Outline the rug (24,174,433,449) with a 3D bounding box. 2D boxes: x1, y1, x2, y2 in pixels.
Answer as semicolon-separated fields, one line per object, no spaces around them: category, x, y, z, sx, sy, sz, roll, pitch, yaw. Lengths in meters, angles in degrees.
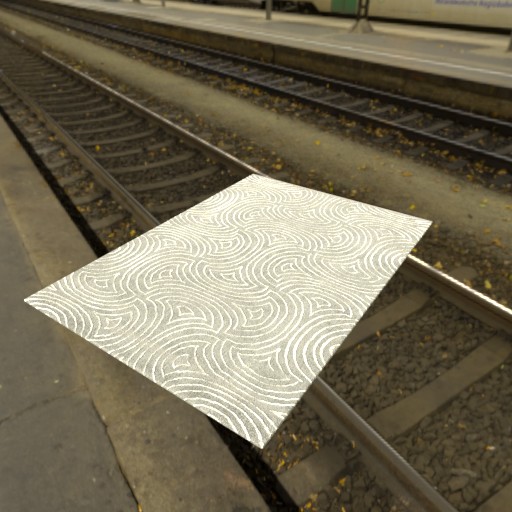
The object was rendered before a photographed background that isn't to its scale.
rug;0.000;0.000;2.748;1.543;0.015;2.144;20;38;29
